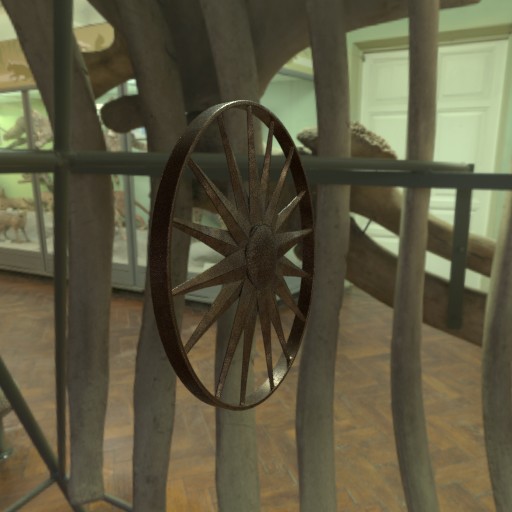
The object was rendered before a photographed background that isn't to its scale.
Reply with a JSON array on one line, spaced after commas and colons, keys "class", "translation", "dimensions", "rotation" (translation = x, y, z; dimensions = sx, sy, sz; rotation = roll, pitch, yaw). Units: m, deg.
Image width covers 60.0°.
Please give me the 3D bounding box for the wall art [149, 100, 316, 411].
[{"class": "wall art", "translation": [0.000, 0.000, 0.876], "dimensions": [0.084, 0.583, 0.582], "rotation": [7, 15, 27]}]
